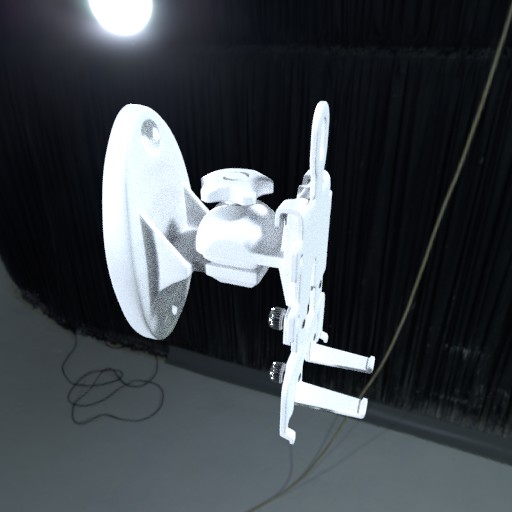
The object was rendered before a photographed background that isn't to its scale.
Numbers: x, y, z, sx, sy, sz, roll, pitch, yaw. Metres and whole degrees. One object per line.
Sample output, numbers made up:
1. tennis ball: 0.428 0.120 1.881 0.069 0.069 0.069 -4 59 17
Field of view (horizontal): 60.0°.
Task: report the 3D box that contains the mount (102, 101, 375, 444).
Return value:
1. mount: 0.000 0.000 0.173 0.100 0.118 0.066 10 30 17
